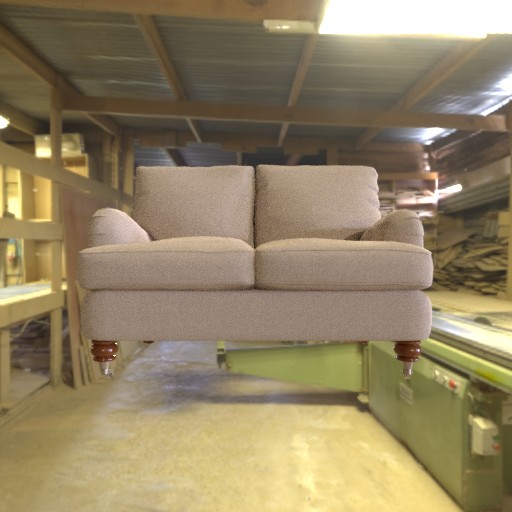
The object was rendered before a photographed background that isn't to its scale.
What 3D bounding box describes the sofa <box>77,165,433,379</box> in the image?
[{"bbox_3d":[0.000,0.000,2.305,1.508,1.048,1.087,0,0,0],"label":"sofa"}]
